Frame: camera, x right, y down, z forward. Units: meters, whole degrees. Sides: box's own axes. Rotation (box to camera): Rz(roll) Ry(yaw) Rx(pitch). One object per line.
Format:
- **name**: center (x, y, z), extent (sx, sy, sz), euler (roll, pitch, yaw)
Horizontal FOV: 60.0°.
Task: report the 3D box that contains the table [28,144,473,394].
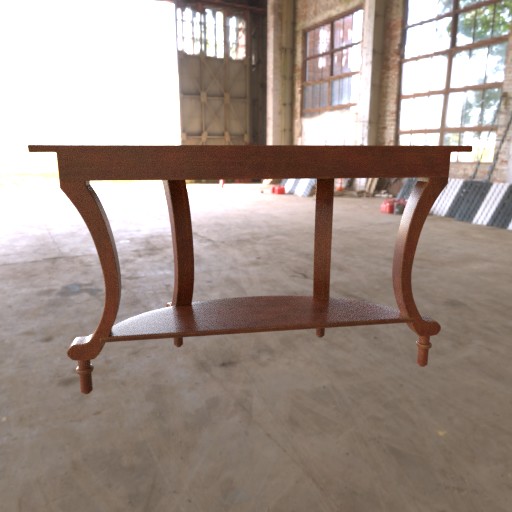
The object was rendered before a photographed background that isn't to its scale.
- **table**: center (0.000, 0.000, 1.448), extent (1.198, 0.699, 0.394), euler (-2, 14, -9)
